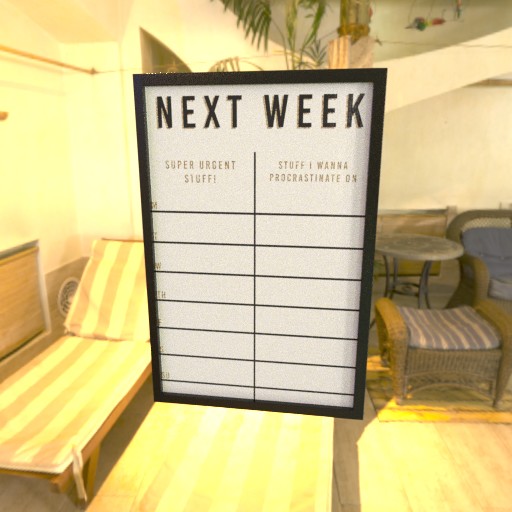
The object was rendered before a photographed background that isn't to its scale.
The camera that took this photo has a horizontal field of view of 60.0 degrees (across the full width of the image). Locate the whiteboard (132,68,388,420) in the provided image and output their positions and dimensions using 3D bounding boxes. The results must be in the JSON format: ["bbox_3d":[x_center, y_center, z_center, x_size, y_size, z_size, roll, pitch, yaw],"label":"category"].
[{"bbox_3d":[0.000,0.000,0.786,0.406,0.611,0.026,2,15,8],"label":"whiteboard"}]
